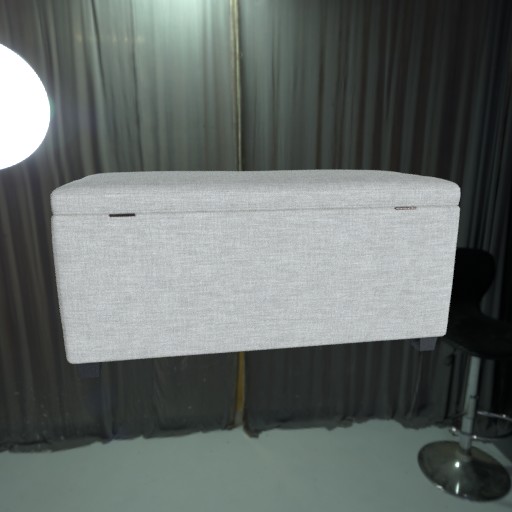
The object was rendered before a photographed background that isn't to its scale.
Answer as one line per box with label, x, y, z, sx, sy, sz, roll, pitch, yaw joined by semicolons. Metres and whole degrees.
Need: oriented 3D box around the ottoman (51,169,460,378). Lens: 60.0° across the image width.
ottoman;0.000;0.000;1.156;0.902;0.432;0.419;-2;14;-9
